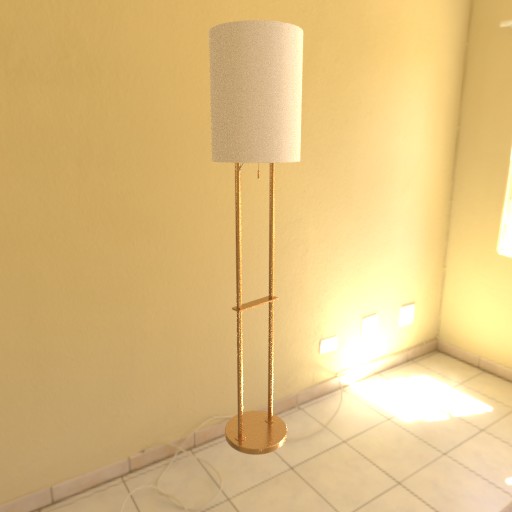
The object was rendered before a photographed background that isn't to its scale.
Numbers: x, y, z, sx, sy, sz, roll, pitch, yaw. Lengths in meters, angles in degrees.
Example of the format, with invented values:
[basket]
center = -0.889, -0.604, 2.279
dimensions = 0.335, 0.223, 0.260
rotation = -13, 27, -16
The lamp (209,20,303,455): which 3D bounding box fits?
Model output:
[lamp]
center = 0.000, 0.000, 1.627
dimensions = 0.306, 1.500, 0.305
rotation = -13, 19, -42
